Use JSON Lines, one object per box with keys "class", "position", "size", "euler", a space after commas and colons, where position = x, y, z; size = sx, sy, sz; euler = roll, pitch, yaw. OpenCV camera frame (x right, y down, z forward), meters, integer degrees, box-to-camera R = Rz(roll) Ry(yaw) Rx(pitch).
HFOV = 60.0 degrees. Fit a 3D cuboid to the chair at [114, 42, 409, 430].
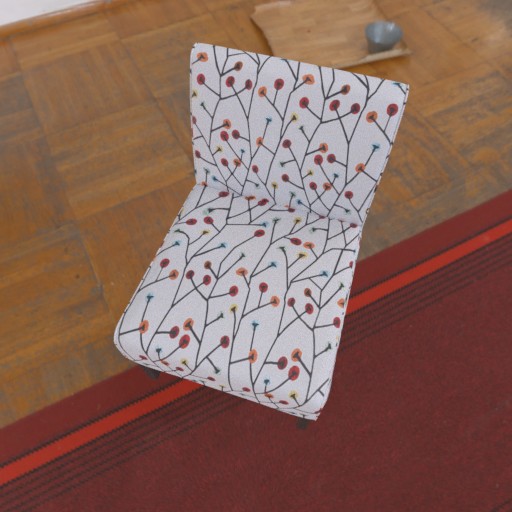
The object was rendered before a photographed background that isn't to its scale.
{"class": "chair", "position": [0.000, 0.000, 1.301], "size": [0.597, 0.813, 0.732], "euler": [15, 60, 9]}
